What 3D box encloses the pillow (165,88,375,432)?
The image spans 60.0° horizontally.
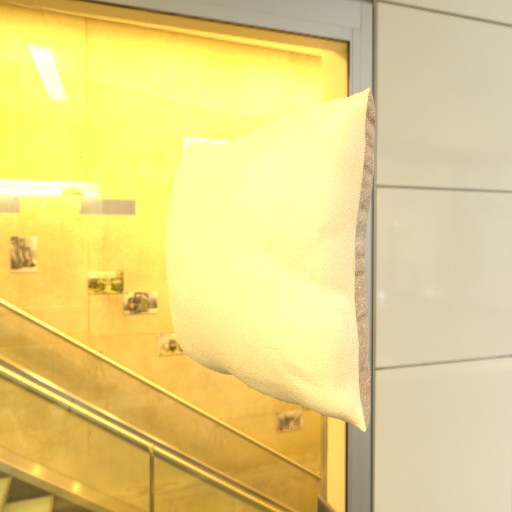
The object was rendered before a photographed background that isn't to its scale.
[{"bbox_3d":[0.000,0.000,0.740,0.245,0.448,0.450,-1,2,-38],"label":"pillow"}]
